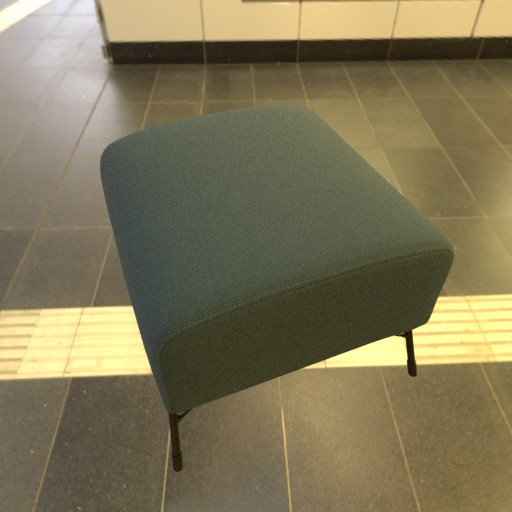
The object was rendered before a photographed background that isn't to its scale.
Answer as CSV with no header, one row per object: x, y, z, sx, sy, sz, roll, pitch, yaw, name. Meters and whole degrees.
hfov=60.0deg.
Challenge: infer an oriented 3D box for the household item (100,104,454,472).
0.000,0.000,0.896,0.530,0.420,0.530,-16,47,-15,household item
